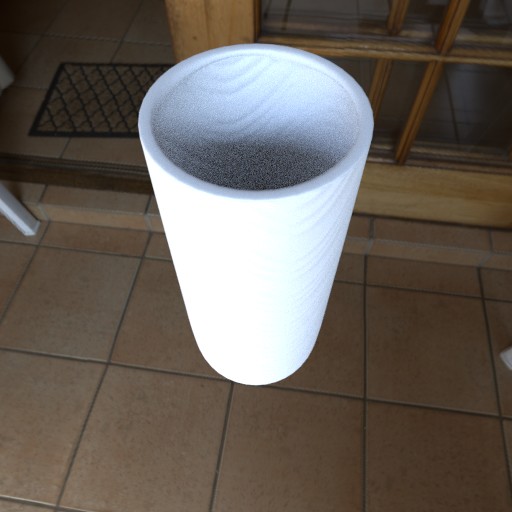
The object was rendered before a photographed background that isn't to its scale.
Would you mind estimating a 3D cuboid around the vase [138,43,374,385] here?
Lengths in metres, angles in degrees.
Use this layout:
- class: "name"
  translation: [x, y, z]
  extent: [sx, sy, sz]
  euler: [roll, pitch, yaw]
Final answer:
- class: "vase"
  translation: [0.000, 0.000, 0.393]
  extent: [0.143, 0.316, 0.143]
  euler: [0, 57, 0]
